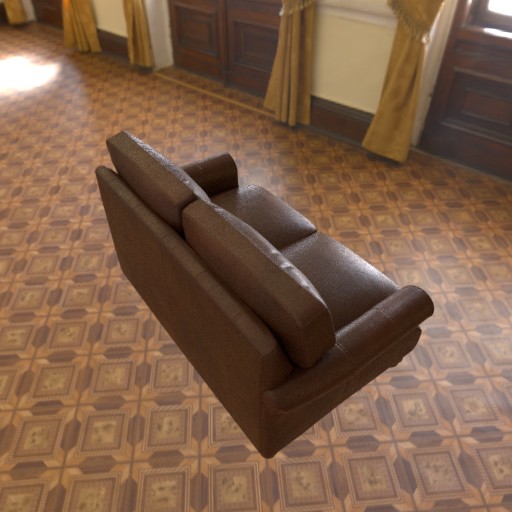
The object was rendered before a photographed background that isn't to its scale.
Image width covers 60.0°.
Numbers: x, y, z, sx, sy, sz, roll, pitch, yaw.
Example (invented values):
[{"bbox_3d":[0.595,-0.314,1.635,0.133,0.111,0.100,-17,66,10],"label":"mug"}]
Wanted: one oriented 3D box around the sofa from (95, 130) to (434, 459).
[{"bbox_3d":[0.000,0.000,2.235,0.990,0.976,1.616,-26,48,-27],"label":"sofa"}]
